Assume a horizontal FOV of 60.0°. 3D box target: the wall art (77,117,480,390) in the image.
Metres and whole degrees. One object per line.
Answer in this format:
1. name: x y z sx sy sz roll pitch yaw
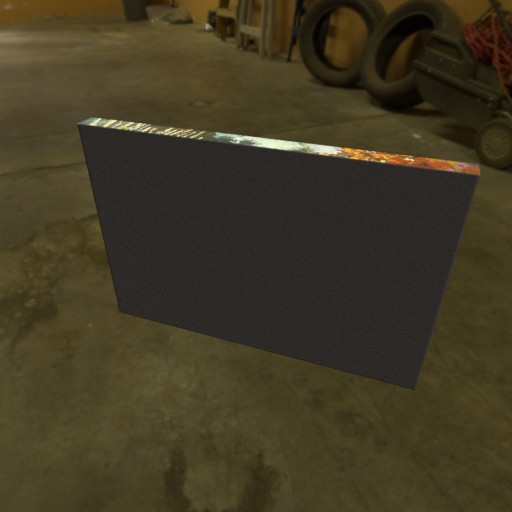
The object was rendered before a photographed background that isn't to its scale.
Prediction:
1. wall art: 0.000 0.000 0.768 0.610 0.406 0.037 11 35 16
